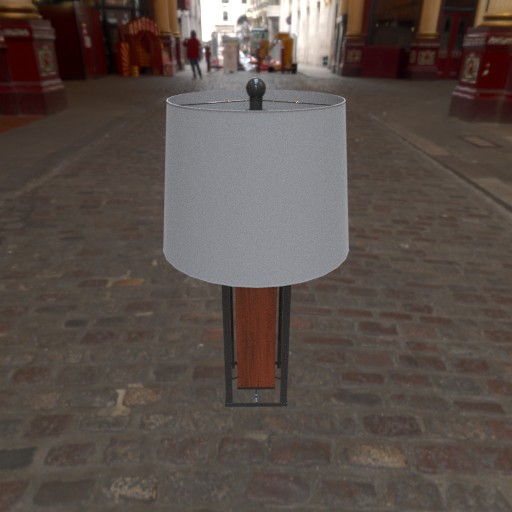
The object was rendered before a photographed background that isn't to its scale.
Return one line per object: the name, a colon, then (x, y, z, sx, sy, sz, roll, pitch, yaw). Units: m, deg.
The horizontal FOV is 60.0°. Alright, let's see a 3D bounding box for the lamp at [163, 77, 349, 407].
lamp: (0.000, 0.000, 0.789, 0.320, 0.591, 0.320, 0, 26, 0)
